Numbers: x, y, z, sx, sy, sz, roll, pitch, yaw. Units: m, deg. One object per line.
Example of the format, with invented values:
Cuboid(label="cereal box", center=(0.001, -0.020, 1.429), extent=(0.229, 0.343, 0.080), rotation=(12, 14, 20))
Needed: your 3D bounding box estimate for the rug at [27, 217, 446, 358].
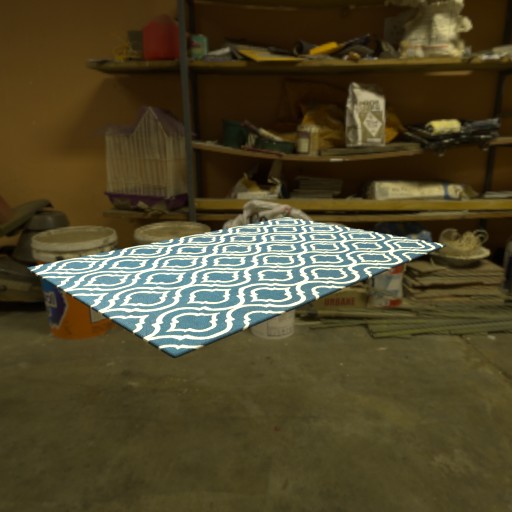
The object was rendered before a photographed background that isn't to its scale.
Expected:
Cuboid(label="rug", center=(0.000, 0.000, 2.179), extent=(1.753, 0.010, 1.143), rotation=(-15, 21, -43))
